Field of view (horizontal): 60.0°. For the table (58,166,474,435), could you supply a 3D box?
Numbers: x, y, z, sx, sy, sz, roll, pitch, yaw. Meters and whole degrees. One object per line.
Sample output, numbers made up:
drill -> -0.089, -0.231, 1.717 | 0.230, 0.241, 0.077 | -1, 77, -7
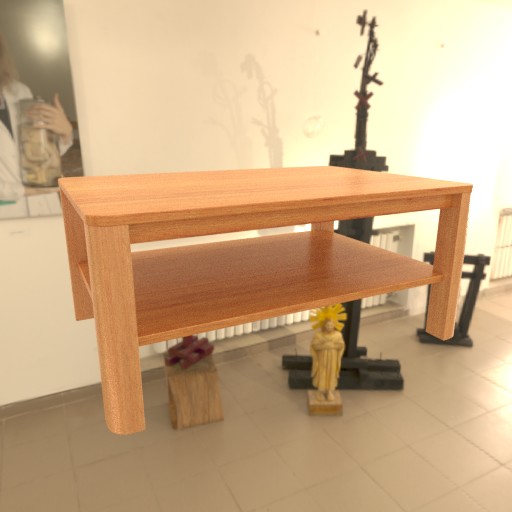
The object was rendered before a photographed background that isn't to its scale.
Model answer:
table -> 0.000, 0.000, 1.324 | 0.997, 0.445, 0.696 | -8, 18, -26
